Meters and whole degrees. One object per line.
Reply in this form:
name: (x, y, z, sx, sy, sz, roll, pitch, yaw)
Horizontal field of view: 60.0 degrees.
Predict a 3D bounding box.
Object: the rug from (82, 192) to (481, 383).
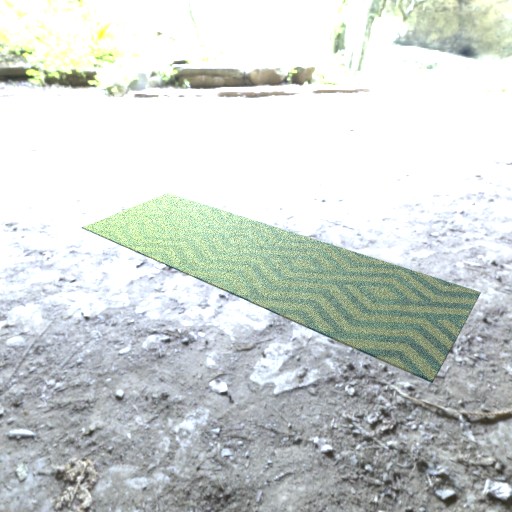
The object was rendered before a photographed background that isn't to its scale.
rug: (0.000, 0.000, 1.683, 1.492, 0.007, 0.503, 20, 35, 31)
